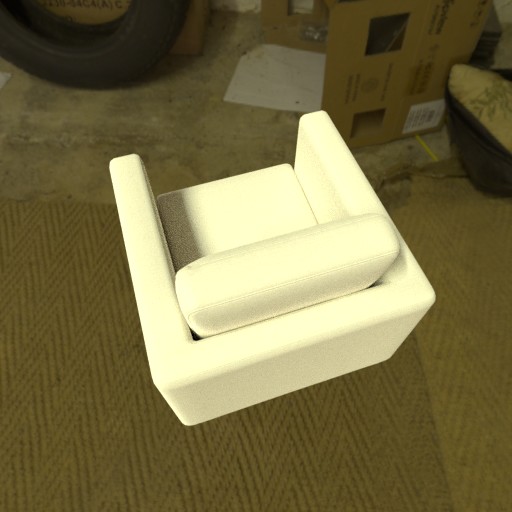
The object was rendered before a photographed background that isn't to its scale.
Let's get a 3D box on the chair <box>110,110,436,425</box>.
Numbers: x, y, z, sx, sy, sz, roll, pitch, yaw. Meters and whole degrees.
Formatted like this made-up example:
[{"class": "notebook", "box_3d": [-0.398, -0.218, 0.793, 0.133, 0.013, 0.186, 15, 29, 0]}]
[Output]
[{"class": "chair", "box_3d": [0.000, 0.000, 1.601, 0.831, 0.899, 0.879, -16, 60, -9]}]
